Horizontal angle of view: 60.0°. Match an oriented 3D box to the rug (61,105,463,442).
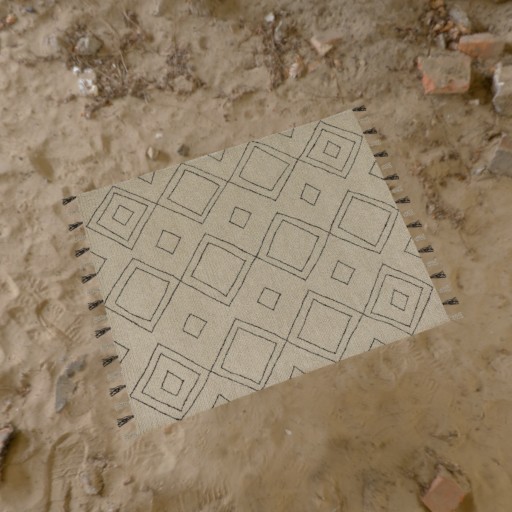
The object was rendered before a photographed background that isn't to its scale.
[{"bbox_3d":[0.000,0.000,4.185,3.221,0.026,2.342,-19,75,-5],"label":"rug"}]
